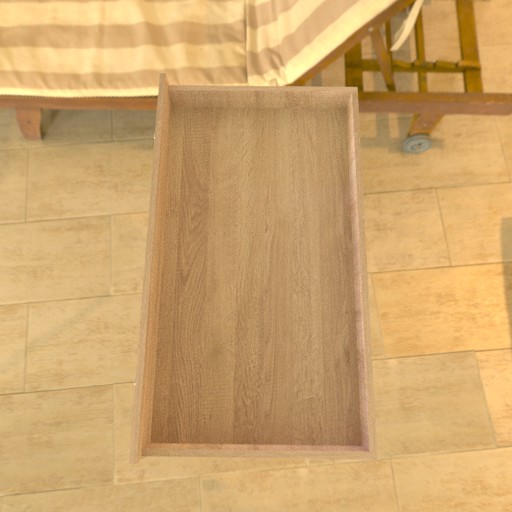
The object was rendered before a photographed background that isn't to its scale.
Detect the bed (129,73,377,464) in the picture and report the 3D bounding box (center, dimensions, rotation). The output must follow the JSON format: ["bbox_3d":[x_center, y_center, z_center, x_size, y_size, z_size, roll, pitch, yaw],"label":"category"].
[{"bbox_3d":[0.000,0.000,1.425,0.685,0.209,1.200,1,75,0],"label":"bed"}]
